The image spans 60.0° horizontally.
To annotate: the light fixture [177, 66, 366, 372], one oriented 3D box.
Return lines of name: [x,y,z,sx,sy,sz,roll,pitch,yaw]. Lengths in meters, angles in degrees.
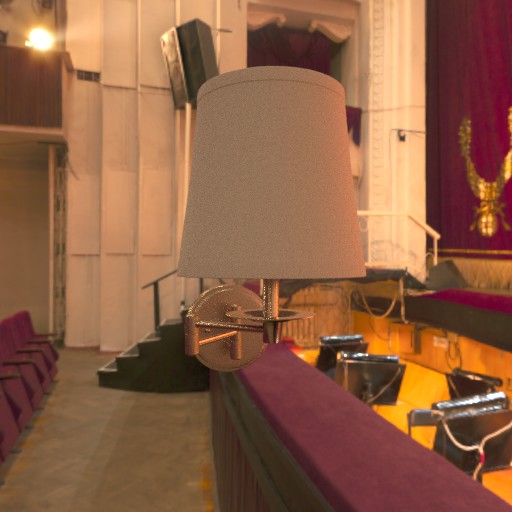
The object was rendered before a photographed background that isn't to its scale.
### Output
light fixture: [0.000,0.000,0.594,0.223,0.381,0.348,0,-1,-17]
